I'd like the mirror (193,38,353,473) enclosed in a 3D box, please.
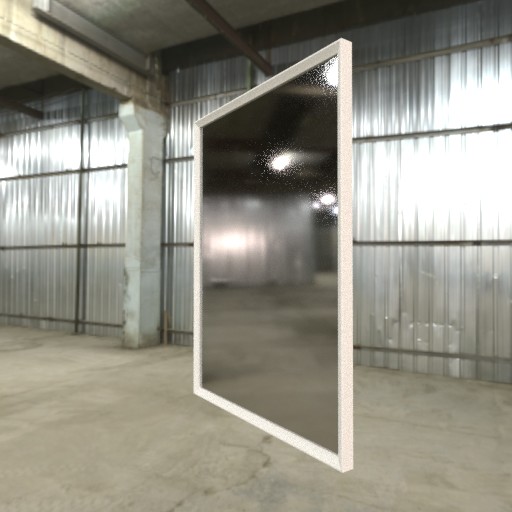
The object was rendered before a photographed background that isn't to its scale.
[{"bbox_3d":[0.000,0.000,1.359,0.041,1.016,0.762,1,-1,-35],"label":"mirror"}]
